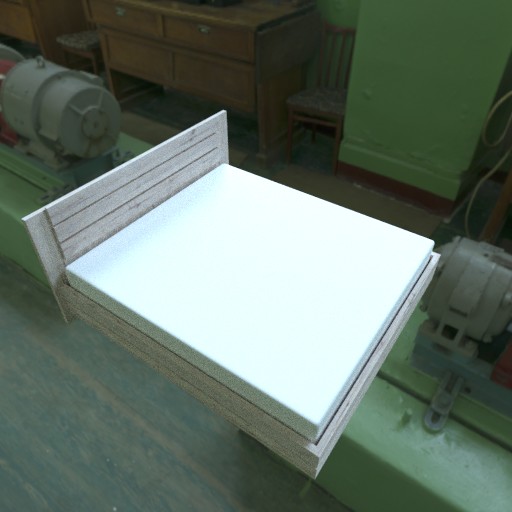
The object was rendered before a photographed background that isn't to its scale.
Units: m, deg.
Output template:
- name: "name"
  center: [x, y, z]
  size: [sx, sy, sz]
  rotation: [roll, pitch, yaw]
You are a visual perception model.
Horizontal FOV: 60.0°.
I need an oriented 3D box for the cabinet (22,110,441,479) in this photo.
- name: "cabinet"
  center: [0.000, 0.000, 3.122]
  size: [2.080, 0.970, 1.950]
  rotation: [25, 47, 26]
